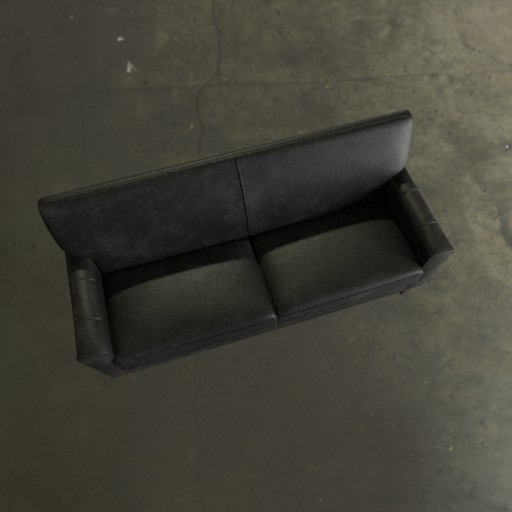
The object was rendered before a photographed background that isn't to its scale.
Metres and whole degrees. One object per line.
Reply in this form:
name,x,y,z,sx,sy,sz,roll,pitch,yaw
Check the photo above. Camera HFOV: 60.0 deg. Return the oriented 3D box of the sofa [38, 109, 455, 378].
sofa,0.000,0.000,2.572,2.053,0.947,0.805,-15,65,-8
